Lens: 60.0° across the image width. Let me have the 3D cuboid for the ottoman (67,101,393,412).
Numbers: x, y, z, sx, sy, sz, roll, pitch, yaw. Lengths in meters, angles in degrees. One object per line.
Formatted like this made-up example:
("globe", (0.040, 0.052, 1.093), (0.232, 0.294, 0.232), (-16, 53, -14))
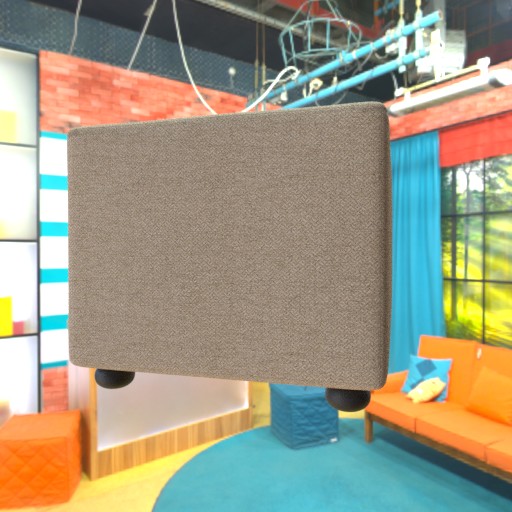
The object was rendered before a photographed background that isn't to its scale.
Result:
("ottoman", (0.000, 0.000, 0.870), (0.508, 0.432, 0.508), (0, 1, 16))
